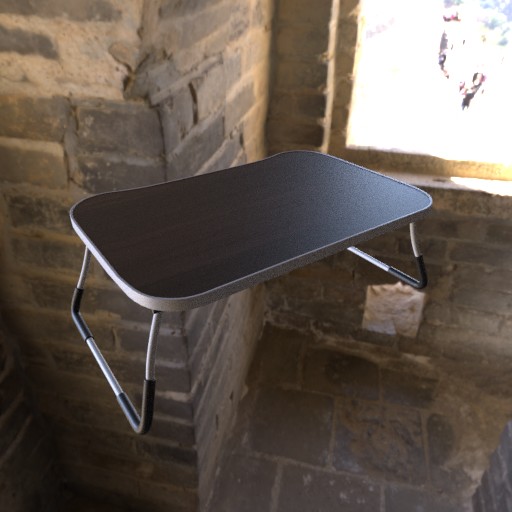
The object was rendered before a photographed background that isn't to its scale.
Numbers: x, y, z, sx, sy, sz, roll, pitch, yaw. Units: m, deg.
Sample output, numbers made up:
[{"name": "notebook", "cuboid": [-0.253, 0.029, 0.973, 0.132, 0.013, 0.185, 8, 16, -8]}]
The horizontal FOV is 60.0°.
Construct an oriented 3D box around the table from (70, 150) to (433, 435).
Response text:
[{"name": "table", "cuboid": [0.000, 0.000, 0.869, 0.660, 0.232, 0.400, -20, 36, -30]}]
